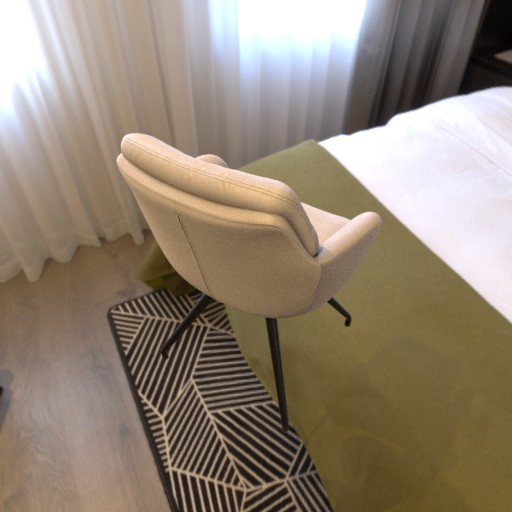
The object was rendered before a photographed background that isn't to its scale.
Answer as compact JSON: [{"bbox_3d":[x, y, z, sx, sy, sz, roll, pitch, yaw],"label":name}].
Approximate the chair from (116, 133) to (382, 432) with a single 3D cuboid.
[{"bbox_3d":[0.000,0.000,1.270,0.579,0.888,0.569,24,49,22],"label":"chair"}]
